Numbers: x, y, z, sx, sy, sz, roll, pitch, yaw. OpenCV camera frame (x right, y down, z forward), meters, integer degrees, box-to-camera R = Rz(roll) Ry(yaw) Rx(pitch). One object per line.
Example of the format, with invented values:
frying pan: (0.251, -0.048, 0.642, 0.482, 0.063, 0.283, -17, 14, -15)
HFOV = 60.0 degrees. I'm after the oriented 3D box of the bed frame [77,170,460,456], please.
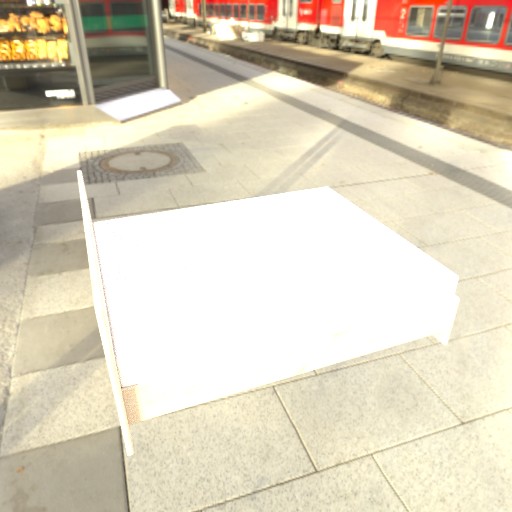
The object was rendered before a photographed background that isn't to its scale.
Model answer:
bed frame: (0.000, 0.000, 3.041, 2.080, 0.900, 1.800, -11, 32, -18)
